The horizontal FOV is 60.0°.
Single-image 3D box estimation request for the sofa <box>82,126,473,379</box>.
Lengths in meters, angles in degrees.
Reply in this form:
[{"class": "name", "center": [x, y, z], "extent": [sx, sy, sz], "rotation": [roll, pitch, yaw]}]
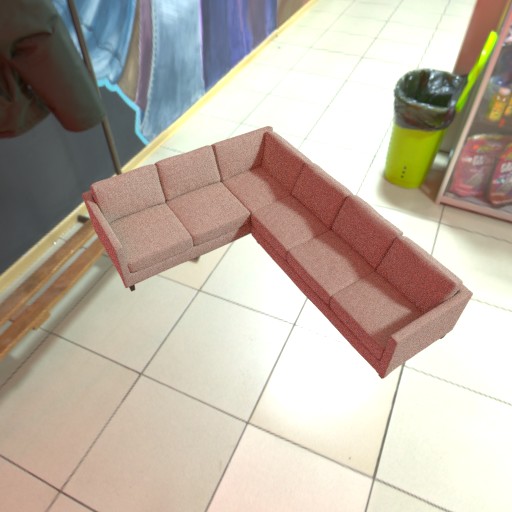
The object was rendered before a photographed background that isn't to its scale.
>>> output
[{"class": "sofa", "center": [0.000, 0.000, 4.445], "extent": [2.432, 0.863, 3.182], "rotation": [-25, 51, -22]}]
